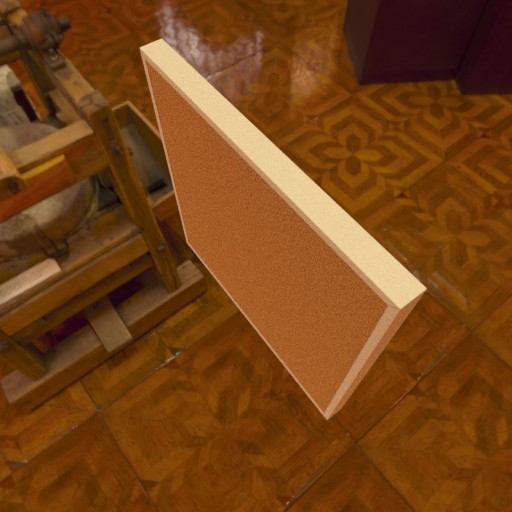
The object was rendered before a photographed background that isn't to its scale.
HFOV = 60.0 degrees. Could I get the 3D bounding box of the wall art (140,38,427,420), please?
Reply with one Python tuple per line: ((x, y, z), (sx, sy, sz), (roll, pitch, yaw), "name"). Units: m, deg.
((0.000, 0.000, 0.747), (0.037, 0.508, 0.508), (-32, 64, -18), "wall art")
